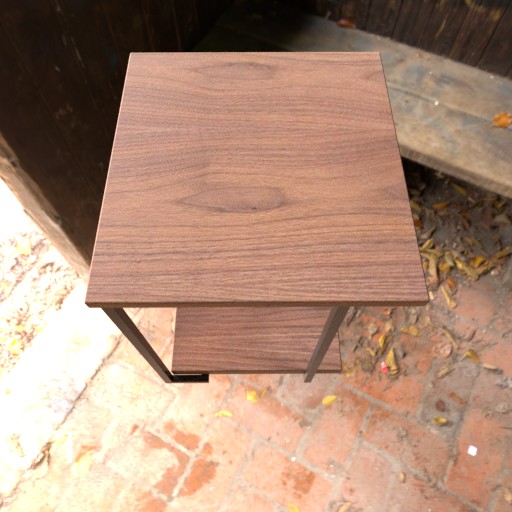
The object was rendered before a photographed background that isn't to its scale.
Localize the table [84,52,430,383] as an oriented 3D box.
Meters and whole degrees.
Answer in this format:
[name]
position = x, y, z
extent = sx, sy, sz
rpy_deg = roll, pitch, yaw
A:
[table]
position = 0.000, 0.000, 0.837
extent = 0.384, 0.567, 0.411
rpy_deg = 0, 62, 0
